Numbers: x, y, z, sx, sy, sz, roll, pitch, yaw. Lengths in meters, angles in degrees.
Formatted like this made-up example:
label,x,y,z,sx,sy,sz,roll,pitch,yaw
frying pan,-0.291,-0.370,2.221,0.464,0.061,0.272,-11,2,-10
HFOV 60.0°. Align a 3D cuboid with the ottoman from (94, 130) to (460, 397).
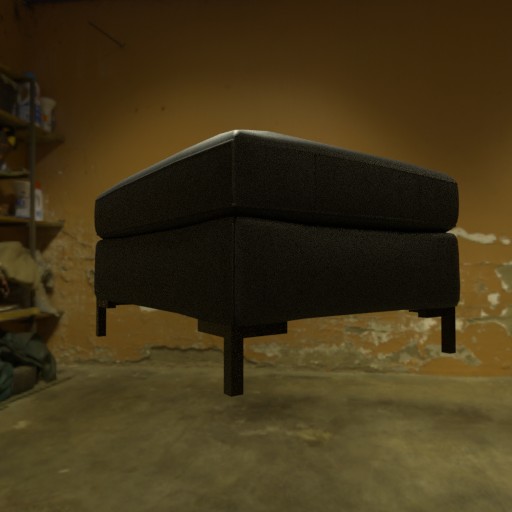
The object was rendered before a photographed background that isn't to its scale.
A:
label,x,y,z,sx,sy,sz,roll,pitch,yaw
ottoman,0.000,0.000,1.774,0.967,0.696,1.187,1,-2,-35
